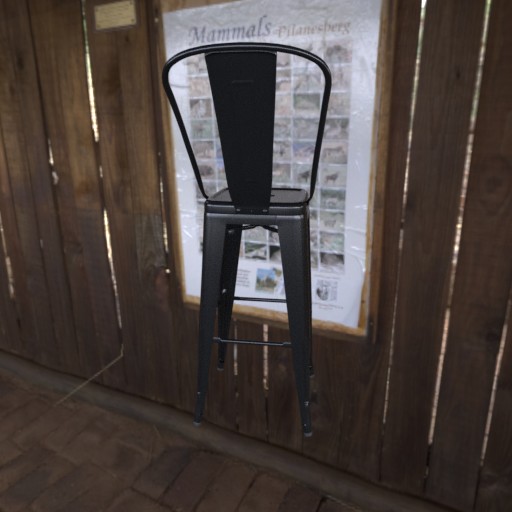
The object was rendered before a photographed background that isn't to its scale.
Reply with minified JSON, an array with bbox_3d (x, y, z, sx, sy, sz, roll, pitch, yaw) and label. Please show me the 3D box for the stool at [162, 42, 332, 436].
[{"bbox_3d":[0.000,0.000,1.334,0.399,1.096,0.513,2,17,8],"label":"stool"}]
